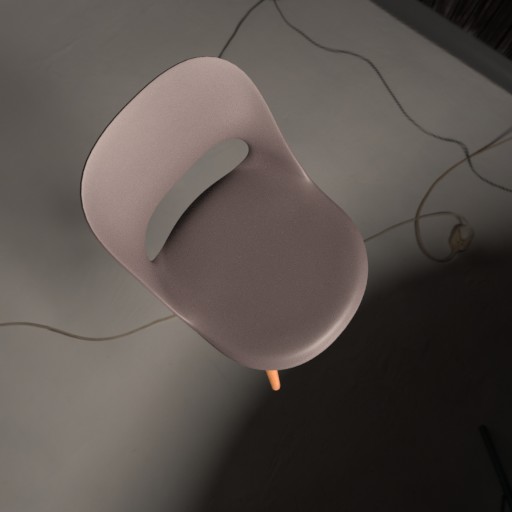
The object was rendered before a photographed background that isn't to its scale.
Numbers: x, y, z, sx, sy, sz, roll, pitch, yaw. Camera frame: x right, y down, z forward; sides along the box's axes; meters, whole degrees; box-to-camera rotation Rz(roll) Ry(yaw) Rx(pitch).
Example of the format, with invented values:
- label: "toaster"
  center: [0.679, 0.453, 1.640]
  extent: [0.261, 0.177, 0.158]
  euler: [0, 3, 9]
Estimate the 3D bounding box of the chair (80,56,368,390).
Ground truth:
- label: "chair"
  center: [0.000, 0.000, 1.098]
  extent: [0.556, 0.794, 0.470]
  euler: [38, 79, 9]
